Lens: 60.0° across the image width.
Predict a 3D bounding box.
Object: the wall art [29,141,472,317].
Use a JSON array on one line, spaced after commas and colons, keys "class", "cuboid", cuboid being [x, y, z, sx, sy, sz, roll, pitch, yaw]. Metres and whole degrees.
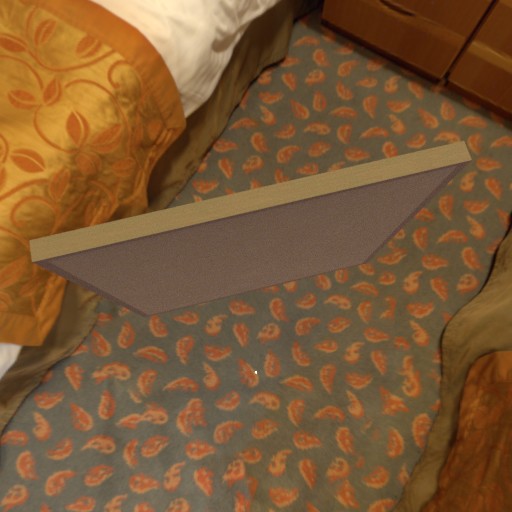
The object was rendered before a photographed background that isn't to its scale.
[{"class": "wall art", "cuboid": [0.000, 0.000, 1.117, 0.761, 0.758, 0.038, -13, 76, -3]}]
